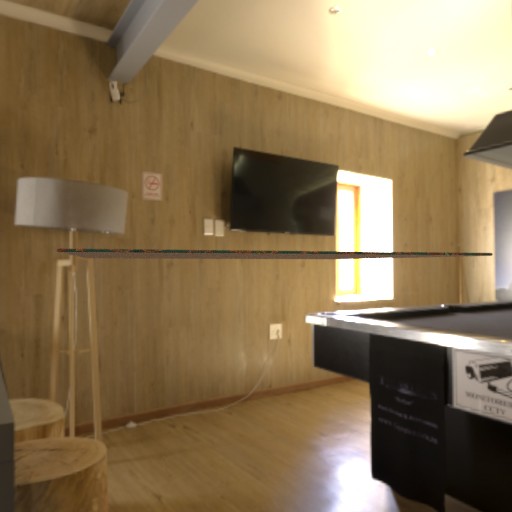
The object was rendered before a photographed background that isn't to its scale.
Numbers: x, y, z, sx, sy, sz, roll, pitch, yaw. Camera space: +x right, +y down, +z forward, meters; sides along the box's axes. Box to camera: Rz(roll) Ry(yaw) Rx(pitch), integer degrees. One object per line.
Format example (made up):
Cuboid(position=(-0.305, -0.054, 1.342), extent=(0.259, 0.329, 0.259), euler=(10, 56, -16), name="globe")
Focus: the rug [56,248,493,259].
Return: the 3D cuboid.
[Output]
Cuboid(position=(0.000, 0.000, 4.210), extent=(3.204, 0.025, 2.434), euler=(0, -1, -18), name="rug")
